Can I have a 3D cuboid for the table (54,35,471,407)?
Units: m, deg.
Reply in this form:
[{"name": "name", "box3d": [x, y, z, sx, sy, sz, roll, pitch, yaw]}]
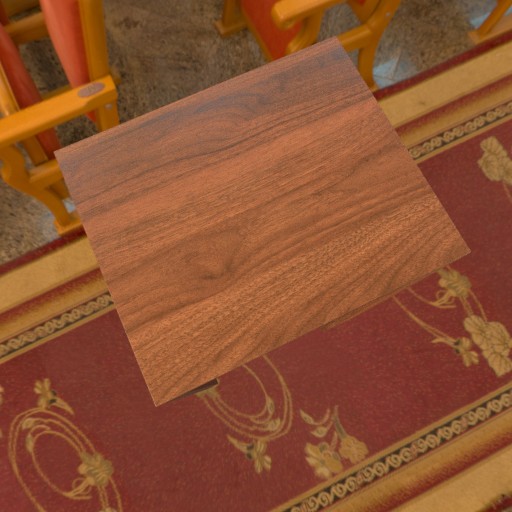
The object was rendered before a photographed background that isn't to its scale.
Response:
[{"name": "table", "box3d": [0.000, 0.000, 1.557, 0.786, 1.041, 0.660, -25, 77, -6]}]
